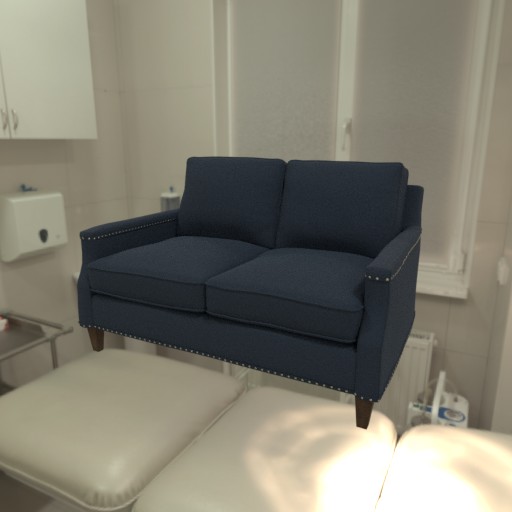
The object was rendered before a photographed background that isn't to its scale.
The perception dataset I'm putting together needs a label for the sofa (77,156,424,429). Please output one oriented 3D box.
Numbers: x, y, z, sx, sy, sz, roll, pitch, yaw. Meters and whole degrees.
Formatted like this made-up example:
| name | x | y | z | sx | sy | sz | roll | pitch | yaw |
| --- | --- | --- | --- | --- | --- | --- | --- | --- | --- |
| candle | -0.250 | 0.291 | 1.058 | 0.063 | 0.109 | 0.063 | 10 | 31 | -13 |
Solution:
| name | x | y | z | sx | sy | sz | roll | pitch | yaw |
| --- | --- | --- | --- | --- | --- | --- | --- | --- | --- |
| sofa | 0.000 | 0.000 | 2.365 | 1.597 | 1.003 | 1.084 | 7 | 16 | 26 |
